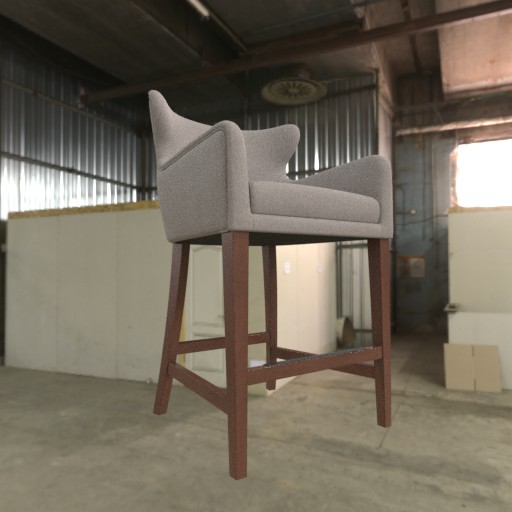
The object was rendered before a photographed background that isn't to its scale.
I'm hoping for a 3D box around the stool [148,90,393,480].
[{"bbox_3d":[0.000,0.000,1.316,0.575,0.951,0.575,1,-1,-37],"label":"stool"}]
